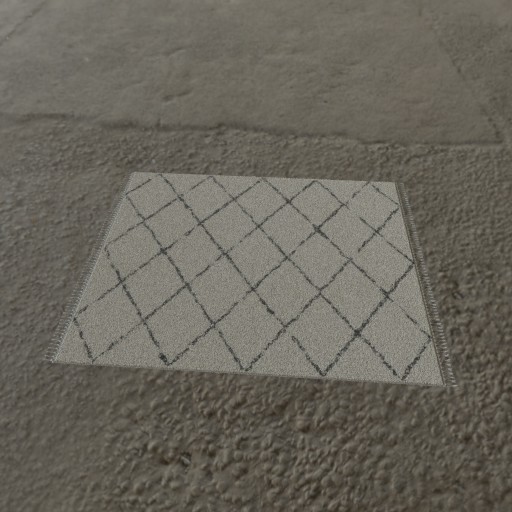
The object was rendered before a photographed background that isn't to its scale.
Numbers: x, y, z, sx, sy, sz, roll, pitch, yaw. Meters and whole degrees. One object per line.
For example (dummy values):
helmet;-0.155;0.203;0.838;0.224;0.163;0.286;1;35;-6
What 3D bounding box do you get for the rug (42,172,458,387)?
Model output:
rug;0.000;0.000;4.047;3.051;0.013;2.380;3;47;3
